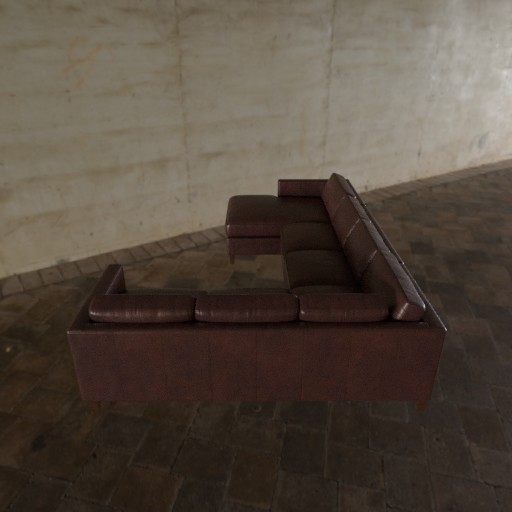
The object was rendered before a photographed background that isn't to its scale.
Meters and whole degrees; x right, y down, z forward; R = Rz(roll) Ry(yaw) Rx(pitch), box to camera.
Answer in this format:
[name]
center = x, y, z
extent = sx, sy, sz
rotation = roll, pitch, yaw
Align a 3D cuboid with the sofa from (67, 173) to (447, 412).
[sofa]
center = 0.000, 0.000, 4.445
extent = 2.452, 0.891, 3.324
rotation = 0, 27, 0
